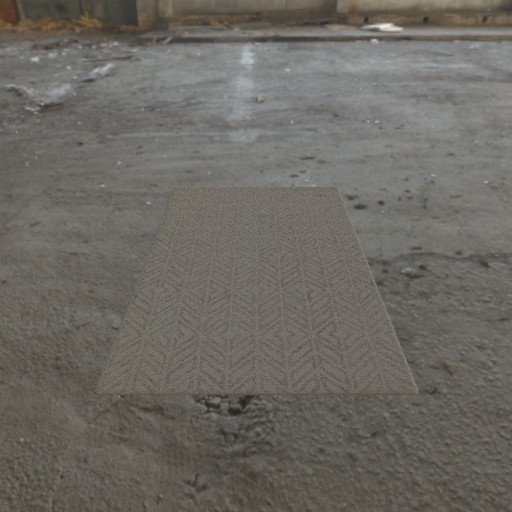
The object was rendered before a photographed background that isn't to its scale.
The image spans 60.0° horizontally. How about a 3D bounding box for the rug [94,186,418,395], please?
[{"bbox_3d":[0.000,0.000,3.096,1.523,0.008,2.438,0,32,0],"label":"rug"}]
